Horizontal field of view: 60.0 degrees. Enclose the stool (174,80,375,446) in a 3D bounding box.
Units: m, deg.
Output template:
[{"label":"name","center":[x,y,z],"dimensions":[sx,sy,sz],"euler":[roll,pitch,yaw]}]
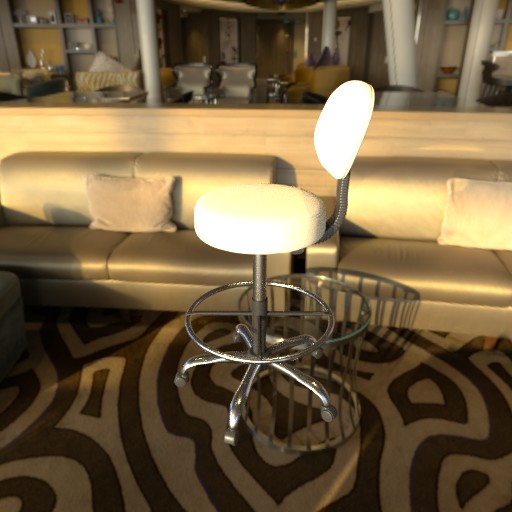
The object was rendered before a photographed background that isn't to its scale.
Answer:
[{"label":"stool","center":[0.000,0.000,1.469],"dimensions":[0.616,1.080,0.609],"euler":[0,24,0]}]
